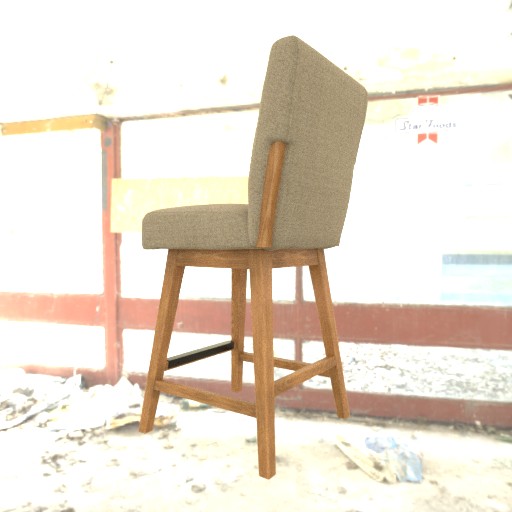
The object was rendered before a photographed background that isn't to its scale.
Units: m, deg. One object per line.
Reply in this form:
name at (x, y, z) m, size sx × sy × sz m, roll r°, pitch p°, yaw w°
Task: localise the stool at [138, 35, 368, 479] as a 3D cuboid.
stool at (0.000, 0.000, 1.302) m, size 0.526 × 1.010 × 0.459 m, roll 1°, pitch 2°, yaw 35°
